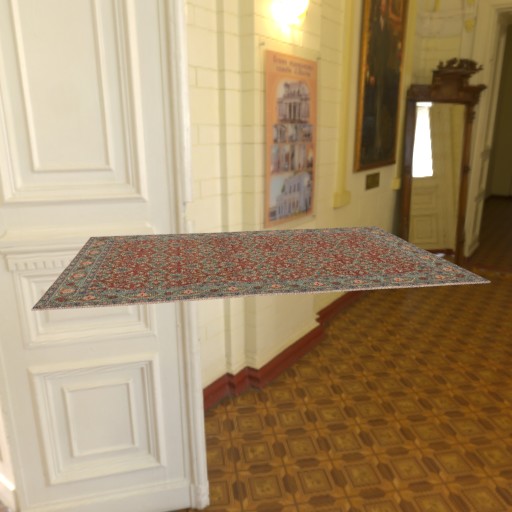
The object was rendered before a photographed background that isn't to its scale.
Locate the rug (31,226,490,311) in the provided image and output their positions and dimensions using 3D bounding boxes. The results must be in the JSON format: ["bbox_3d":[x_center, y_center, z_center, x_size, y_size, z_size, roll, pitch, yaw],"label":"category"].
[{"bbox_3d":[0.000,0.000,3.032,2.439,0.011,1.533,-3,16,-9],"label":"rug"}]
